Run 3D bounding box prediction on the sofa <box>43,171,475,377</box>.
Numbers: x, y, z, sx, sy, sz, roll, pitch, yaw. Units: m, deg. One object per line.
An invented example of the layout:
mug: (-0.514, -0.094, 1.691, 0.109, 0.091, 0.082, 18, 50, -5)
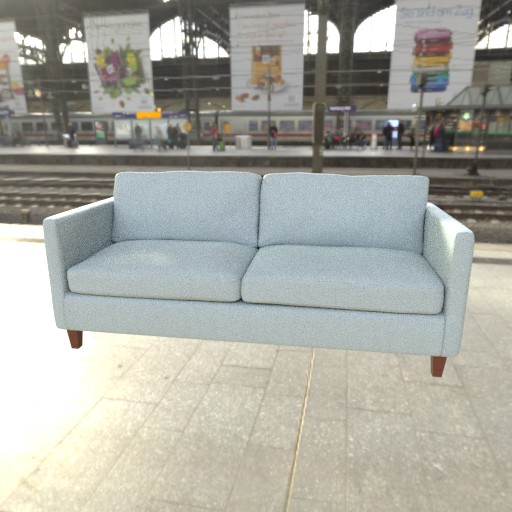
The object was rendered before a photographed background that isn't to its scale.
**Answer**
sofa: (0.000, 0.000, 2.690, 2.208, 0.965, 0.951, 2, 16, 8)
